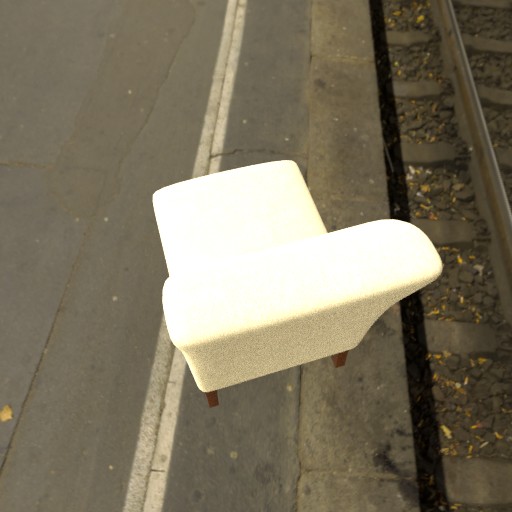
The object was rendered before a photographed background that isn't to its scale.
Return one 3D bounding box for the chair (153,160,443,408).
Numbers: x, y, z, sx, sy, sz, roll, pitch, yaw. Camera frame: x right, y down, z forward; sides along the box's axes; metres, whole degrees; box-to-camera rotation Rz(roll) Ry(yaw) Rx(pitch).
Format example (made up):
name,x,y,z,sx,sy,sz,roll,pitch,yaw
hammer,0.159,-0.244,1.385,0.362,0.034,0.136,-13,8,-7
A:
name,x,y,z,sx,sy,sz,roll,pitch,yaw
chair,0.000,0.000,1.300,0.521,0.833,0.754,-14,59,-9
